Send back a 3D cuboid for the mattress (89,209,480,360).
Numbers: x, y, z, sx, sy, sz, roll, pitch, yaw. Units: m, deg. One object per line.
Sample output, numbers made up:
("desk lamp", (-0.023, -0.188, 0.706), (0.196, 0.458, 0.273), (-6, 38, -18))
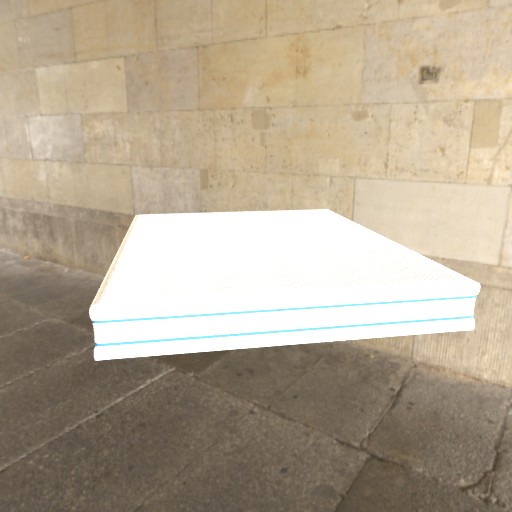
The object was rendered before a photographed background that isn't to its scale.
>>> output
("mattress", (0.000, 0.000, 2.734), (1.600, 0.230, 2.000), (-3, 15, -10))
